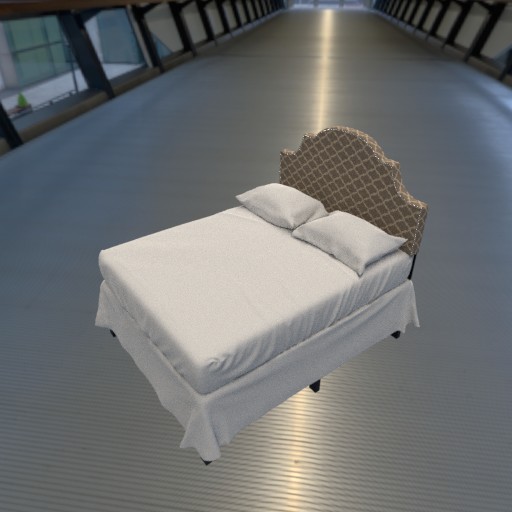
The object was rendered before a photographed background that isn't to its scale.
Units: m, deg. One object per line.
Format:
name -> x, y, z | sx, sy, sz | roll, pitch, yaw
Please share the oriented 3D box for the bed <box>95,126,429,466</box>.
bed -> 0.000, 0.000, 3.430 | 2.222, 1.633, 1.780 | -22, 38, -31
